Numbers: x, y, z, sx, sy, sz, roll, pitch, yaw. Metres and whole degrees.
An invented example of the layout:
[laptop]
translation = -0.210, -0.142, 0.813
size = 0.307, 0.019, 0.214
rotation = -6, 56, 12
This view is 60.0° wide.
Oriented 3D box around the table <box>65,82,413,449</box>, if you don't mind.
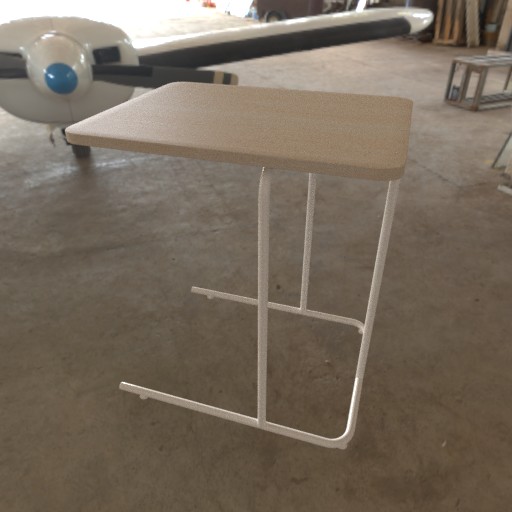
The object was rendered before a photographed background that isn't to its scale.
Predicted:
[table]
translation = 0.000, 0.000, 0.866
size = 0.480, 0.550, 0.370
rotation = 10, 34, 15
